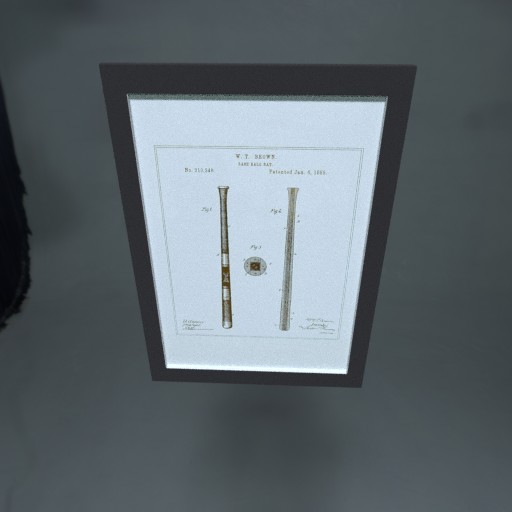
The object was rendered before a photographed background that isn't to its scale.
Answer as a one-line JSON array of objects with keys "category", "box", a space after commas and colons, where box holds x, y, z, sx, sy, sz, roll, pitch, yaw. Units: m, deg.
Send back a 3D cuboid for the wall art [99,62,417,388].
[{"category": "wall art", "box": [0.000, 0.000, 0.659, 0.374, 0.529, 0.012, 1, 31, 2]}]
